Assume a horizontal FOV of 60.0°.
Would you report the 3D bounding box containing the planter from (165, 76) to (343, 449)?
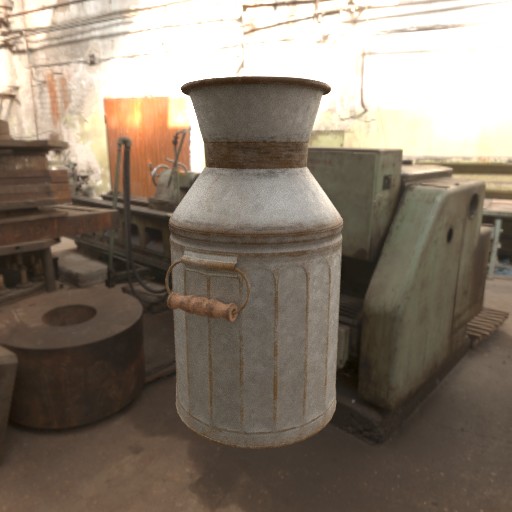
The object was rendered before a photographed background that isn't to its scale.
[{"bbox_3d":[0.000,0.000,0.552,0.214,0.396,0.245,7,16,28],"label":"planter"}]
